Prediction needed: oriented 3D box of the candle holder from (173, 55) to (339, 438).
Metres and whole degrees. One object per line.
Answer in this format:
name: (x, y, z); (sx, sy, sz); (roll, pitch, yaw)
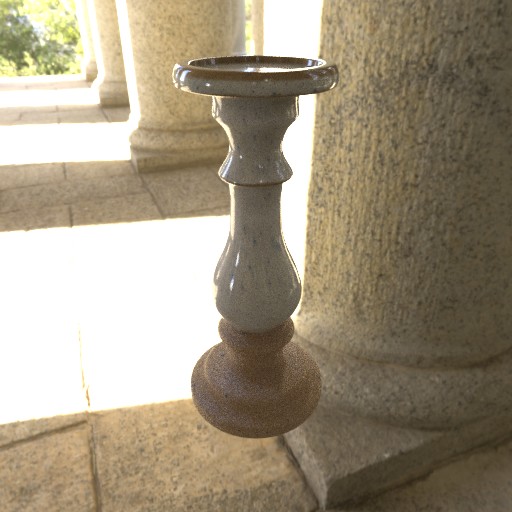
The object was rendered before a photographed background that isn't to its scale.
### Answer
candle holder: (0.000, 0.000, 0.252); (0.088, 0.203, 0.088); (0, 29, 0)
